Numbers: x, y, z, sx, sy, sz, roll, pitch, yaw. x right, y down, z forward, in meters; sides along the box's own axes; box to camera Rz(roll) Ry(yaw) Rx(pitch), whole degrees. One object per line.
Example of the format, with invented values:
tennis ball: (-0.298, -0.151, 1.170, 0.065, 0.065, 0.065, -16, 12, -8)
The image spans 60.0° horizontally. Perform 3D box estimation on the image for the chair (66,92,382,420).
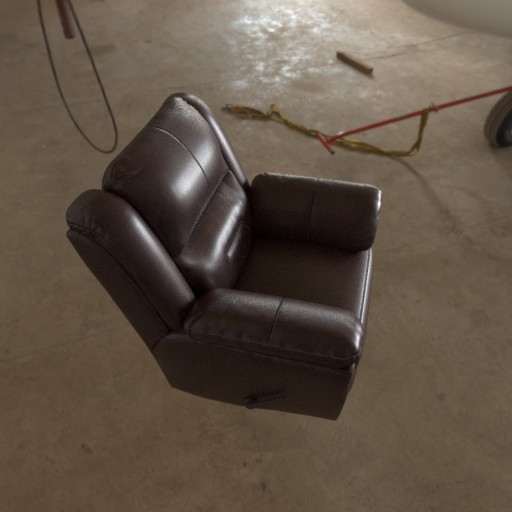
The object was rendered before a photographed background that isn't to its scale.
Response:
chair: (0.000, 0.000, 1.906, 1.041, 1.093, 0.990, 11, 47, 11)
